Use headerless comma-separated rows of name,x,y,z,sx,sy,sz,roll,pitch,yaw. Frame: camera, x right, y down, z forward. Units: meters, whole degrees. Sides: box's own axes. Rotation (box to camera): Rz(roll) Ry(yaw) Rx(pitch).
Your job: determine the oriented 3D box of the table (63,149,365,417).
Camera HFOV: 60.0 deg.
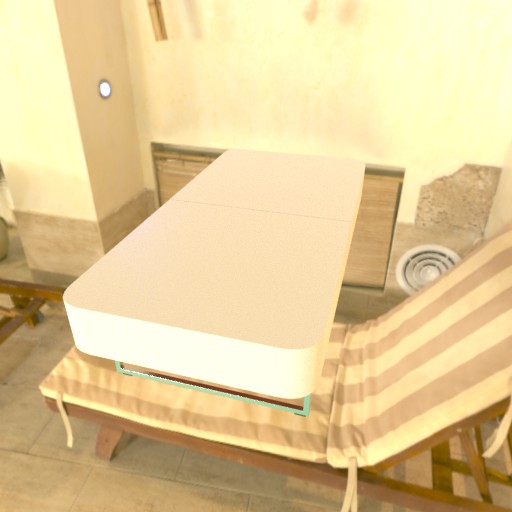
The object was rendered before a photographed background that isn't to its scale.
table,0.000,0.000,1.492,0.600,0.340,1.200,8,32,14
